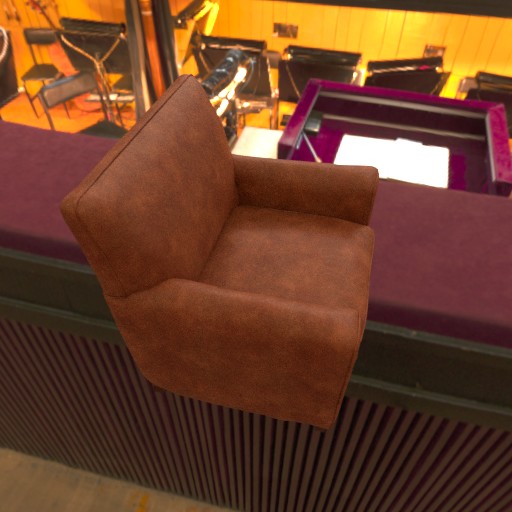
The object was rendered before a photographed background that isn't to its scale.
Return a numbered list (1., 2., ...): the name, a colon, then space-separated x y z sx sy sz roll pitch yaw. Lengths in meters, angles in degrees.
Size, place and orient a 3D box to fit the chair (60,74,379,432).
1. chair: 0.000 0.000 1.609 0.823 0.943 0.870 10 46 10
